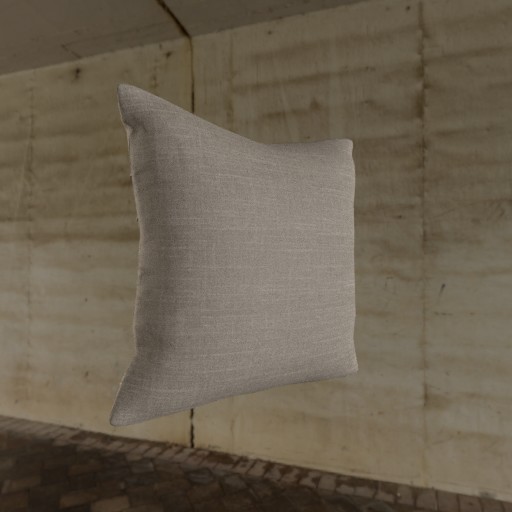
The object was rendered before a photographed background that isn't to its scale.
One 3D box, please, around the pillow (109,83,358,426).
[{"bbox_3d":[0.000,0.000,0.637,0.424,0.400,0.169,1,-1,-37],"label":"pillow"}]
